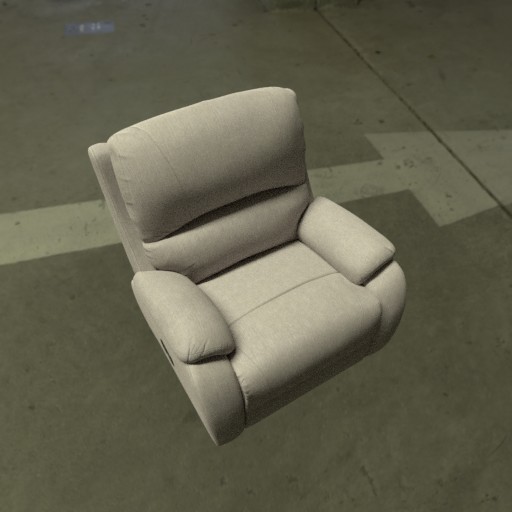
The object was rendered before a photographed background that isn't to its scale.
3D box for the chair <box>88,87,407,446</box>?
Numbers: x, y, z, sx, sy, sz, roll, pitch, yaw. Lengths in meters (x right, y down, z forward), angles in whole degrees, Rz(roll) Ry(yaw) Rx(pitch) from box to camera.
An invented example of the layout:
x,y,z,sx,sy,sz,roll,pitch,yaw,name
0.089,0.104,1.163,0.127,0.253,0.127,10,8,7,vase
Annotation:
x,y,z,sx,sy,sz,roll,pitch,yaw,name
0.000,0.000,1.751,0.930,1.011,0.899,-24,51,-21,chair
